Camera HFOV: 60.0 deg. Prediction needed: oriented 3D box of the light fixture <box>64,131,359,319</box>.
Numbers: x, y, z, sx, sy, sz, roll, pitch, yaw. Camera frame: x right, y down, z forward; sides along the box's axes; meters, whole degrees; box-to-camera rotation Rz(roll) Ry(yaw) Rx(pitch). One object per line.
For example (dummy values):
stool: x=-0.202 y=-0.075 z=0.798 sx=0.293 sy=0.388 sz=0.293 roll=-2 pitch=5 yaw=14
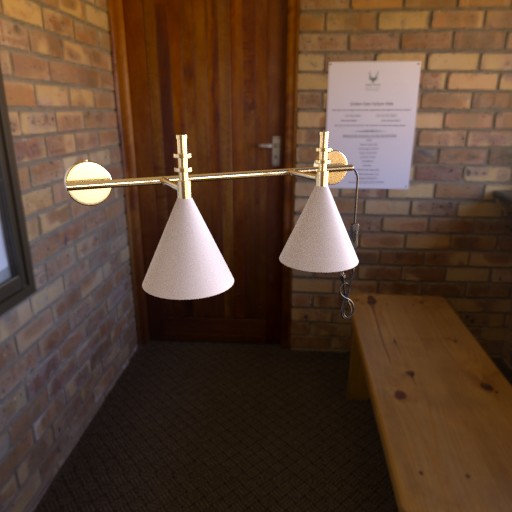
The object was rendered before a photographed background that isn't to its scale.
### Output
light fixture: x=0.000 y=0.000 z=0.868 sx=0.642 sy=0.468 sz=0.239 roll=-9 pitch=20 yaw=-26
